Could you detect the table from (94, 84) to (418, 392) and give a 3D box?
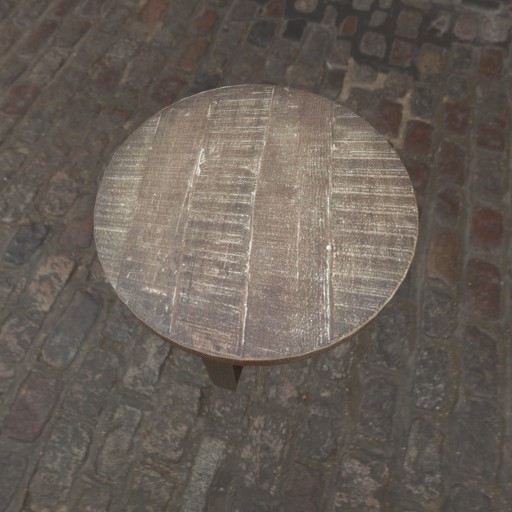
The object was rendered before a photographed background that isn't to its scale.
[{"bbox_3d":[0.000,0.000,0.965,0.557,0.437,0.557,0,64,0],"label":"table"}]
